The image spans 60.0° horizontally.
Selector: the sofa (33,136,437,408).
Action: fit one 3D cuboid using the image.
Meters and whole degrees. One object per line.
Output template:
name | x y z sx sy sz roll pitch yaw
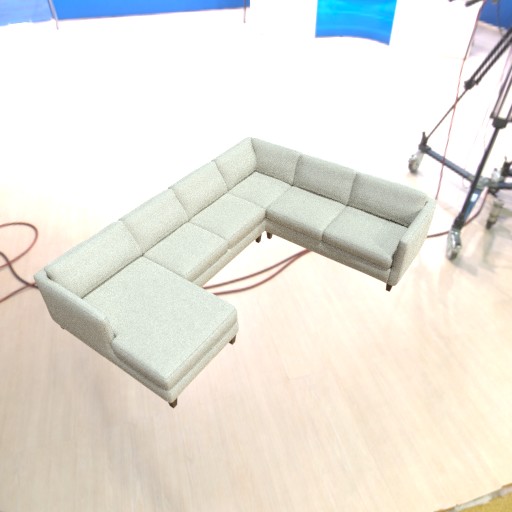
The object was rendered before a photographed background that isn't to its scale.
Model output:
sofa | 0.000 0.000 4.464 2.551 0.853 3.238 25 47 26
